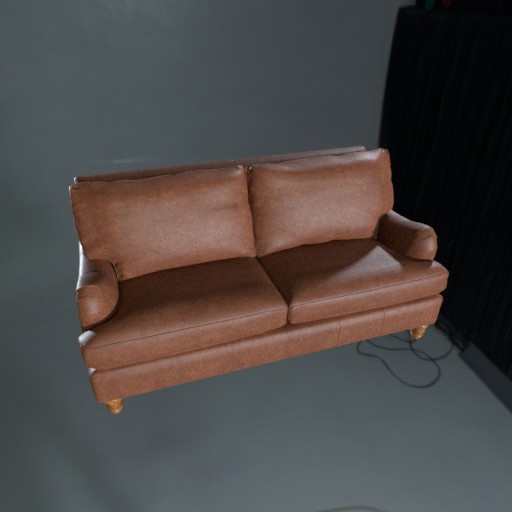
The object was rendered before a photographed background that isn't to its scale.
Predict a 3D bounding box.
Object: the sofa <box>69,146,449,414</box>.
[{"bbox_3d":[0.000,0.000,2.819,2.144,1.071,1.147,-10,32,-16],"label":"sofa"}]
